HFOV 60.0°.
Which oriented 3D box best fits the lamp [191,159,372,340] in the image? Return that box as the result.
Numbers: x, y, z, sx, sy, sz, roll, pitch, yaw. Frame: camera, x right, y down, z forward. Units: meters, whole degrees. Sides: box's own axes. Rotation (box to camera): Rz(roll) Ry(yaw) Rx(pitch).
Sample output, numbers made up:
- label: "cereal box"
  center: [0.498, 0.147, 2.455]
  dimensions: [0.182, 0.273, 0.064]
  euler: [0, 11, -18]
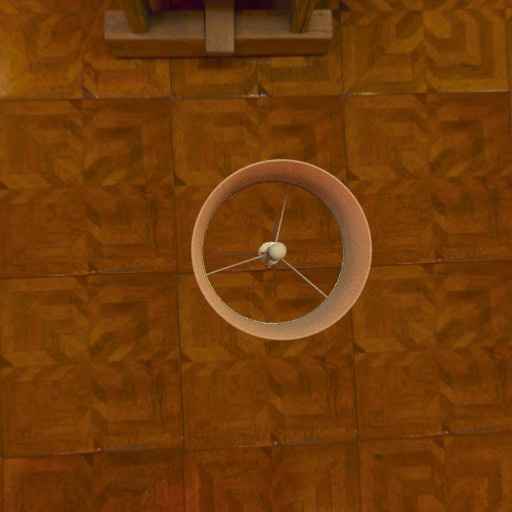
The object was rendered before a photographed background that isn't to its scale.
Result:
- label: "lamp"
  center: [0.000, 0.000, 1.765]
  dimensions: [0.460, 1.545, 0.449]
  euler: [0, 89, -3]
